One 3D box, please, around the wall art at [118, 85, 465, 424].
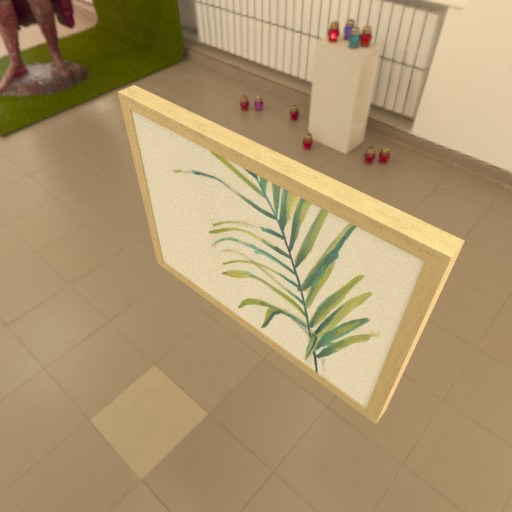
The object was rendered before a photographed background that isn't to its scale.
[{"bbox_3d":[0.000,0.000,0.697,0.532,0.380,0.032,32,54,27],"label":"wall art"}]
